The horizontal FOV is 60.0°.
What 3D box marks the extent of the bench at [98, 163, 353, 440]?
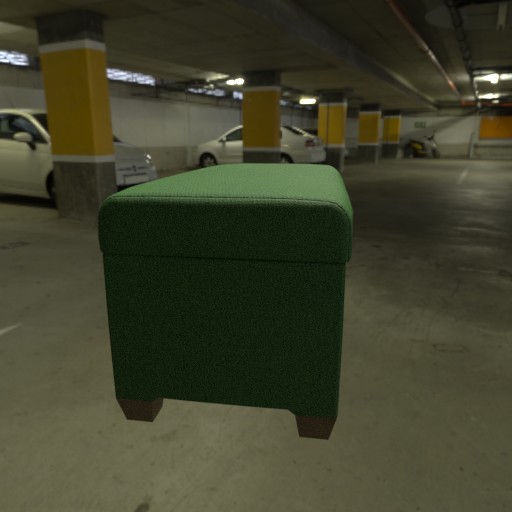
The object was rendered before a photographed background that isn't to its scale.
[{"bbox_3d":[0.000,0.000,1.304,0.505,0.501,0.989,2,15,9],"label":"bench"}]
